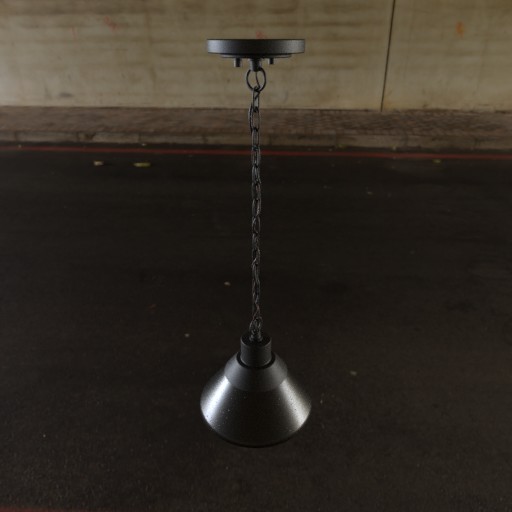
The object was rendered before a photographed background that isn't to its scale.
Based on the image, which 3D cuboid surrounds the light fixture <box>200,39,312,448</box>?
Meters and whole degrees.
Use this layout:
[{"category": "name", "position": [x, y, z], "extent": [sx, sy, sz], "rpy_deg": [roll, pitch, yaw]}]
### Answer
[{"category": "light fixture", "position": [0.000, 0.000, 0.669], "extent": [0.201, 0.588, 0.201], "rpy_deg": [18, 32, 32]}]
